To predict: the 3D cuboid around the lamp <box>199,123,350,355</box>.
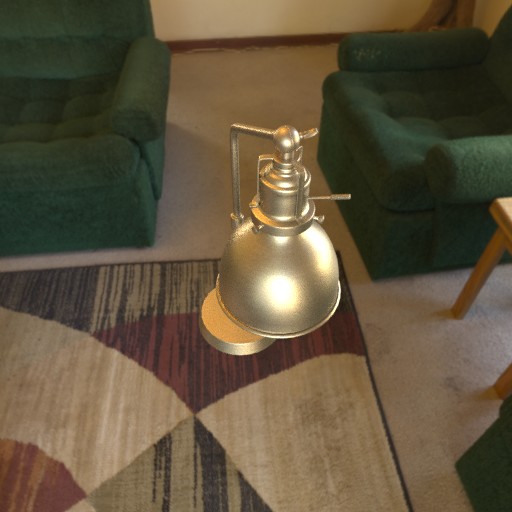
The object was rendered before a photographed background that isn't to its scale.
[{"bbox_3d":[0.000,0.000,0.589,0.153,0.456,0.286,-18,49,-16],"label":"lamp"}]
